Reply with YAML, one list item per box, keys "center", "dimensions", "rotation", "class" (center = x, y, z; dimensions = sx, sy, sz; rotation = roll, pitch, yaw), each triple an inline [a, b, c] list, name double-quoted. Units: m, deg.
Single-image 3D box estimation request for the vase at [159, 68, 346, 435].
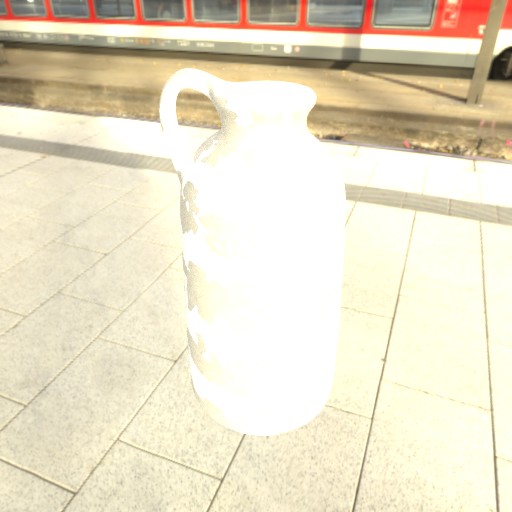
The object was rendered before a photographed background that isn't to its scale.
- center: [0.000, 0.000, 0.492]
  dimensions: [0.203, 0.382, 0.186]
  rotation: [11, 34, 16]
  class: "vase"
